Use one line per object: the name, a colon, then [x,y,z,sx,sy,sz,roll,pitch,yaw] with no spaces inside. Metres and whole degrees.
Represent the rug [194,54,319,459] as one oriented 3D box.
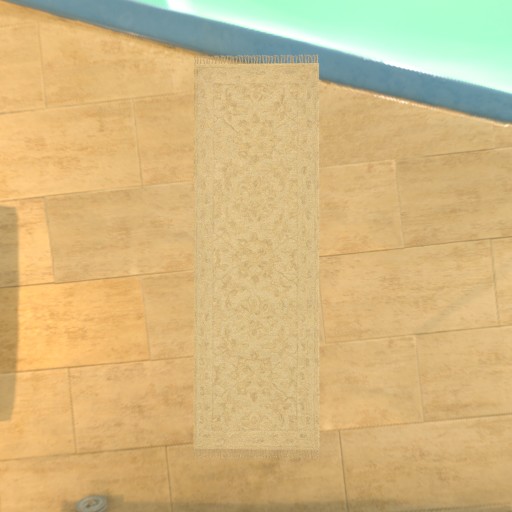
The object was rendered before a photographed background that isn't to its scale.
rug: [0.000,0.000,2.804,0.795,0.015,2.544,0,90,1]
